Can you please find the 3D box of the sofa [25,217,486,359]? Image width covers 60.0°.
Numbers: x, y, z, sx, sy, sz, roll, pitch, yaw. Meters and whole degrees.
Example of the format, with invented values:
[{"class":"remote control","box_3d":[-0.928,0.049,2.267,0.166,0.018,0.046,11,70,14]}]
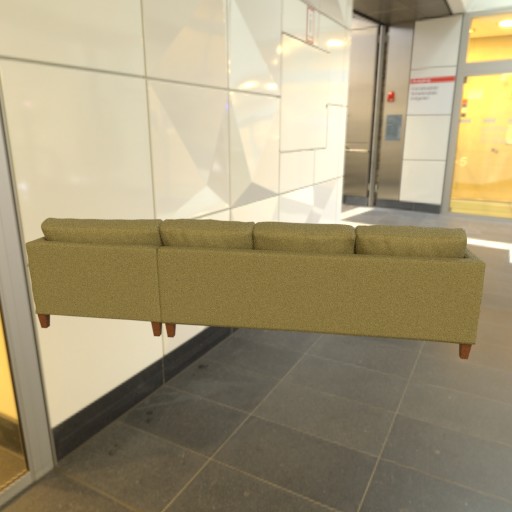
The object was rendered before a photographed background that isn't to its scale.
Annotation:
[{"class":"sofa","box_3d":[0.000,0.000,3.827,3.186,0.861,1.625,2,16,9]}]
